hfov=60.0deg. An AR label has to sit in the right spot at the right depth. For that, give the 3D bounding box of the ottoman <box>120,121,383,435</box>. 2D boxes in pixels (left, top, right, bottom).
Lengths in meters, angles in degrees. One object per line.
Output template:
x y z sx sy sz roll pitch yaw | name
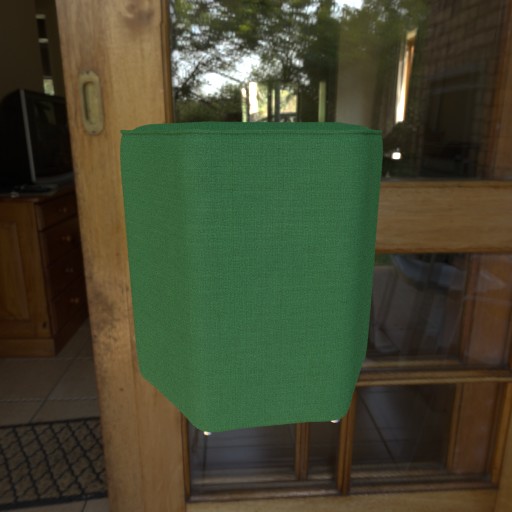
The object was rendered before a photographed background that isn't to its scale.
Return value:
0.000 0.000 0.890 0.499 0.507 0.444 -2 16 -8 | ottoman
